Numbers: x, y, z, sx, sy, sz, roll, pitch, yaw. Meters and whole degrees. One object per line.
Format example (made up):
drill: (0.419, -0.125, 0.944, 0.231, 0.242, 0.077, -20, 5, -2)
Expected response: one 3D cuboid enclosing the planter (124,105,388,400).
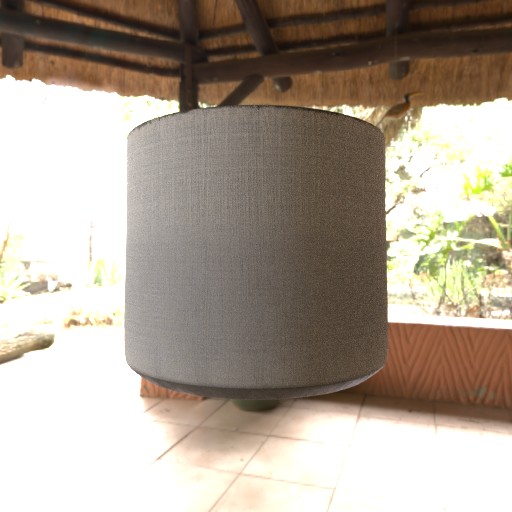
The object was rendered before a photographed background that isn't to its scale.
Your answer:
planter: (0.000, 0.000, 0.444, 0.254, 0.221, 0.254, 0, 0, 0)
